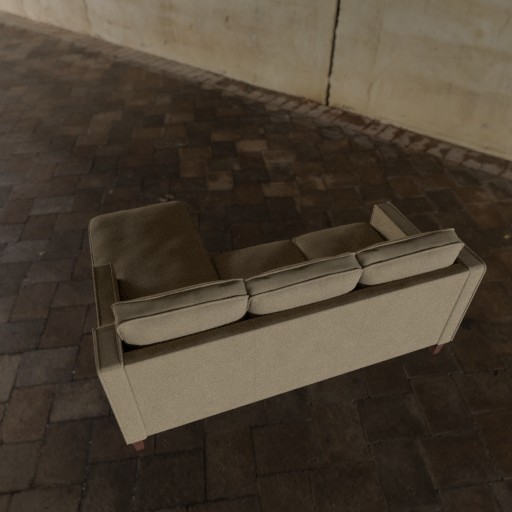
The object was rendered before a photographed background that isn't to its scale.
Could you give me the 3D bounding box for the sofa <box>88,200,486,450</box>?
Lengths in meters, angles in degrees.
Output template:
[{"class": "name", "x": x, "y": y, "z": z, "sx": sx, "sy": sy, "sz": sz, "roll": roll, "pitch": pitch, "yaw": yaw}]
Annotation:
[{"class": "sofa", "x": 0.000, "y": 0.000, "z": 3.270, "sx": 2.317, "sy": 1.066, "sz": 1.858, "roll": -13, "pitch": 43, "yaw": -14}]
